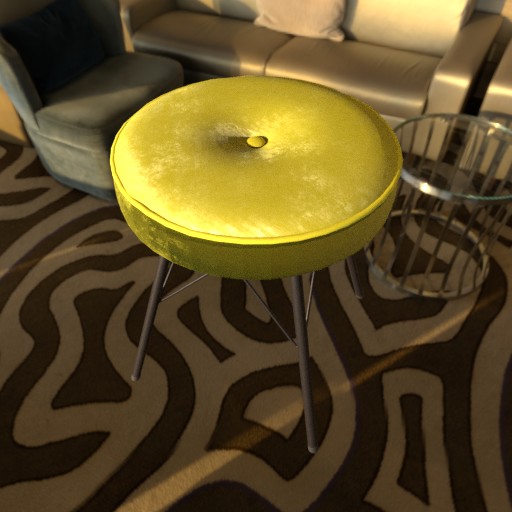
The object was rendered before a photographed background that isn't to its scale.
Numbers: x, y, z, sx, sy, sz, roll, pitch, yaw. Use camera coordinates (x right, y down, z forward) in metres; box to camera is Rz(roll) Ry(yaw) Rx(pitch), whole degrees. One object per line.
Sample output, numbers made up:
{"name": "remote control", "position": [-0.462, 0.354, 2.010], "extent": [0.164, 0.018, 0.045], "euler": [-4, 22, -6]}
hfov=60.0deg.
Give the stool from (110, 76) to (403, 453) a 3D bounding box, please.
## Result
{"name": "stool", "position": [0.000, 0.000, 0.803], "extent": [0.409, 0.508, 0.409], "euler": [16, 49, 15]}
